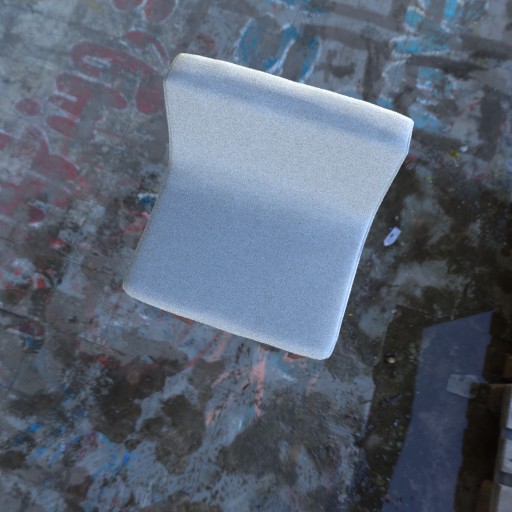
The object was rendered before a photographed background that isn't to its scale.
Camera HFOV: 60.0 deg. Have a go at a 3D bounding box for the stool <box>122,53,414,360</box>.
[{"bbox_3d":[0.000,0.000,1.314,0.511,1.037,0.500,18,76,5],"label":"stool"}]
